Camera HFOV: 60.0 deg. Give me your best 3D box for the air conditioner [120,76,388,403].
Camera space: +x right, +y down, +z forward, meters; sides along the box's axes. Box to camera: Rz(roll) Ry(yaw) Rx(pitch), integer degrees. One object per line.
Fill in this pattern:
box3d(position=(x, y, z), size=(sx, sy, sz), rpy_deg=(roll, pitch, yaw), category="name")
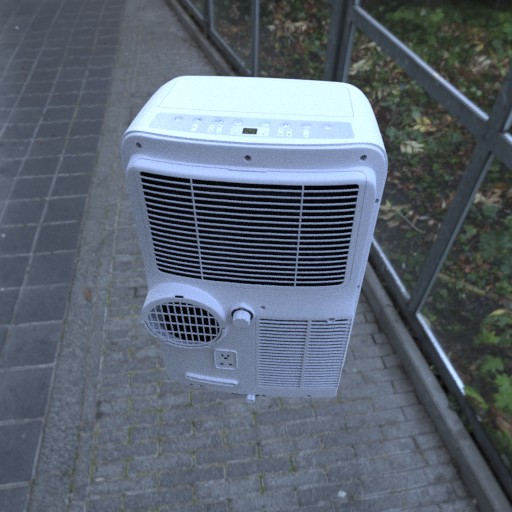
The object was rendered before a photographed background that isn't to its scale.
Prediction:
box3d(position=(0.000, 0.000, 0.959), size=(0.454, 0.700, 0.365), rpy_deg=(4, 46, 4), category="air conditioner")
